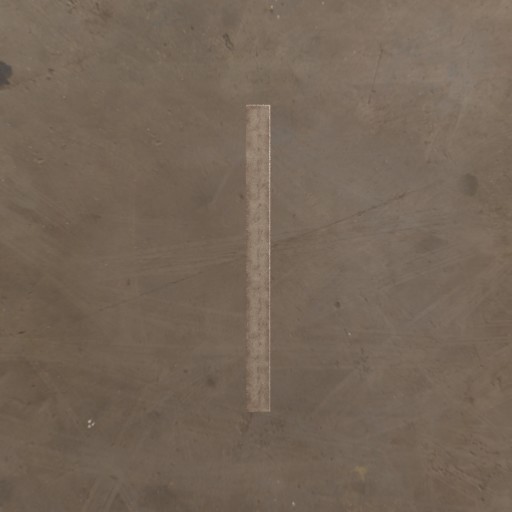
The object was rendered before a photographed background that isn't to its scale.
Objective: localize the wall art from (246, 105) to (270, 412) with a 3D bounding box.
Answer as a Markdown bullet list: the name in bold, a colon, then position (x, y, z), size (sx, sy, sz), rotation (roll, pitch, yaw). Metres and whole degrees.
- **wall art**: position (0.000, 0.000, 1.664), size (0.051, 1.461, 0.648), rotation (0, 91, 0)
